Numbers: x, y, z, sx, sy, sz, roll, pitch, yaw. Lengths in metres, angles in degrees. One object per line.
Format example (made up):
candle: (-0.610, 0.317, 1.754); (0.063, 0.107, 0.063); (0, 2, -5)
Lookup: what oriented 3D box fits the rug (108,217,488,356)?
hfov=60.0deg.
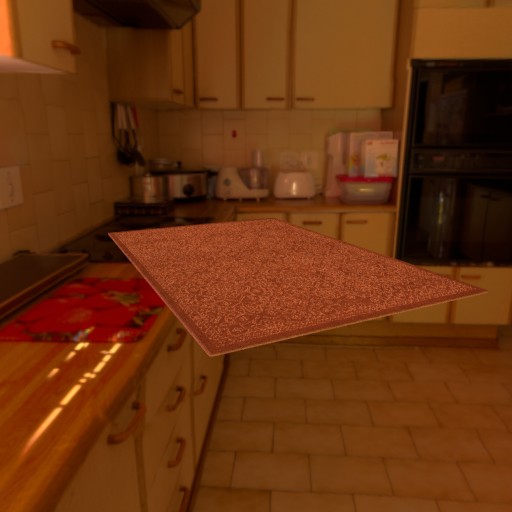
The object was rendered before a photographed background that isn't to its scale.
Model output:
rug: (0.000, 0.000, 2.338); (1.219, 0.010, 1.829); (-8, 17, -26)
